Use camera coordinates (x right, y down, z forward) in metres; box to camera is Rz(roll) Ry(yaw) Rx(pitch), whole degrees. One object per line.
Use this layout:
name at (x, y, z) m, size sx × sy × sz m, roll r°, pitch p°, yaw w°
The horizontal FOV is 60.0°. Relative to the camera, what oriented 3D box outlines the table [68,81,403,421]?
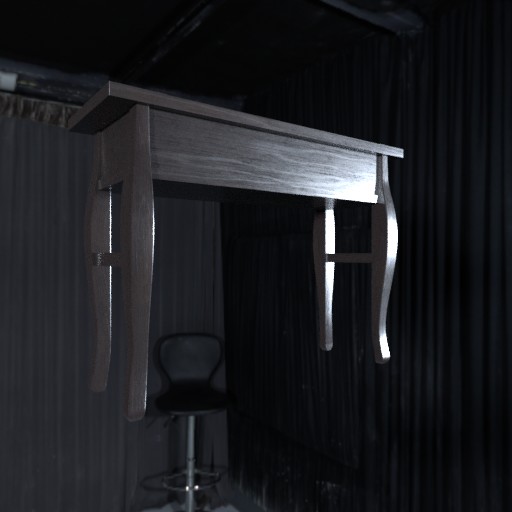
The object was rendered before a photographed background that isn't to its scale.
table at (0.000, 0.000, 1.429) m, size 1.062 × 0.768 × 0.373 m, roll 0°, pitch 0°, yaw -37°
